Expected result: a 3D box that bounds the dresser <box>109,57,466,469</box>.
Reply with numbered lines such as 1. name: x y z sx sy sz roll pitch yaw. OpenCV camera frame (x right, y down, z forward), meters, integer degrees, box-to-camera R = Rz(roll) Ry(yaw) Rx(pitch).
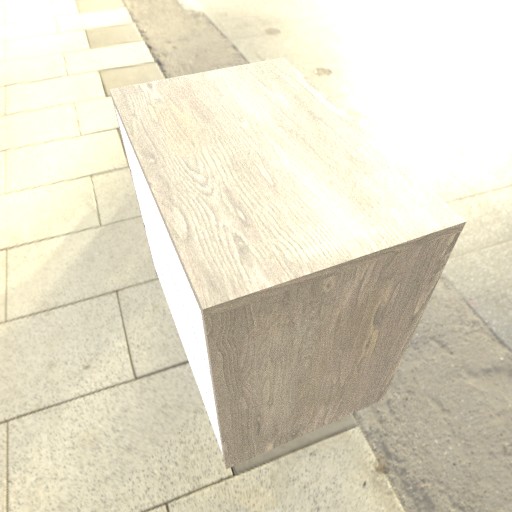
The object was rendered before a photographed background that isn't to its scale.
1. dresser: 0.000 0.000 1.308 0.529 0.762 0.809 -17 49 -16
